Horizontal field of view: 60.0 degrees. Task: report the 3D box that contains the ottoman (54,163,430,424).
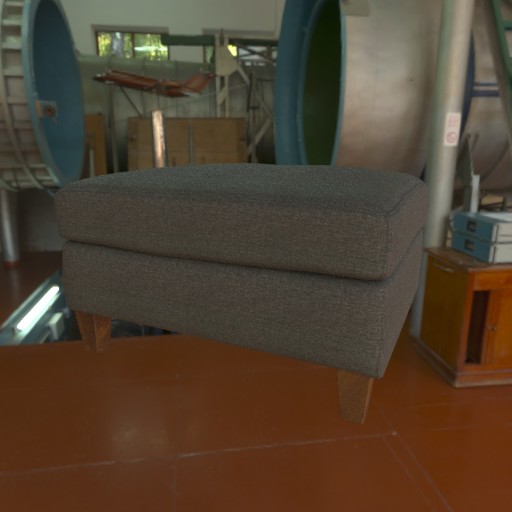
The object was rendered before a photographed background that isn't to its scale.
[{"bbox_3d":[0.000,0.000,1.217,0.826,0.496,0.639,7,16,25],"label":"ottoman"}]
